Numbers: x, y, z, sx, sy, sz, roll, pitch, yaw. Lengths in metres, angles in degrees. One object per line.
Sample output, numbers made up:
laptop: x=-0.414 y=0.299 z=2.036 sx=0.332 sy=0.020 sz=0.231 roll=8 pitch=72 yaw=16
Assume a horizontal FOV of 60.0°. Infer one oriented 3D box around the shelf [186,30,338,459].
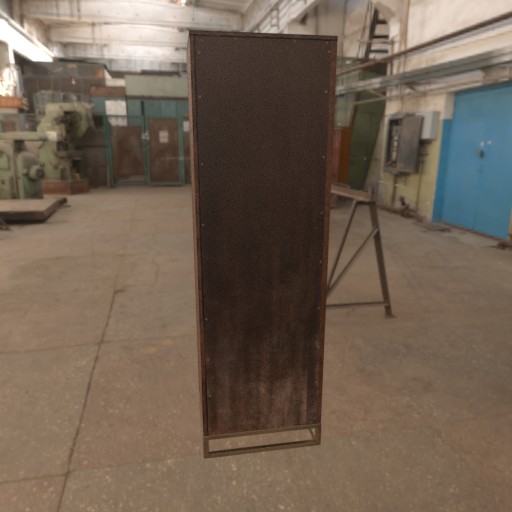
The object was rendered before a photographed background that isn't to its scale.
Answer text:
shelf: x=0.000 y=0.000 z=1.972 sx=0.539 sy=1.732 sz=0.395 roll=-3 pitch=15 yaw=-10
